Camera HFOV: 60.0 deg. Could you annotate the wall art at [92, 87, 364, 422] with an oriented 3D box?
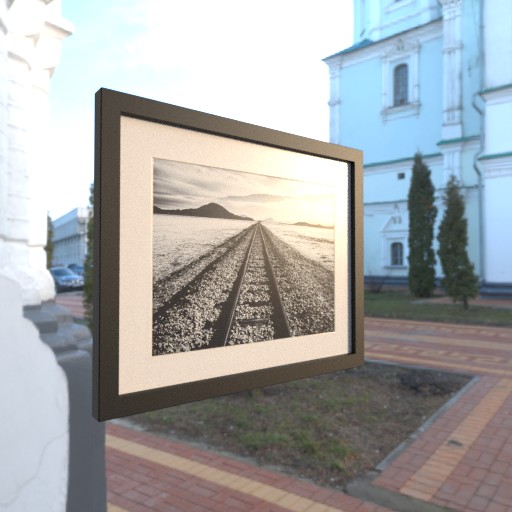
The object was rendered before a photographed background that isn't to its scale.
[{"bbox_3d":[0.000,0.000,0.785,0.559,0.458,0.029,1,-2,-38],"label":"wall art"}]
